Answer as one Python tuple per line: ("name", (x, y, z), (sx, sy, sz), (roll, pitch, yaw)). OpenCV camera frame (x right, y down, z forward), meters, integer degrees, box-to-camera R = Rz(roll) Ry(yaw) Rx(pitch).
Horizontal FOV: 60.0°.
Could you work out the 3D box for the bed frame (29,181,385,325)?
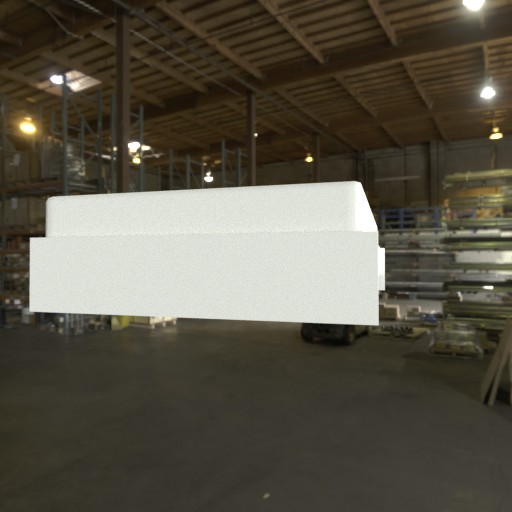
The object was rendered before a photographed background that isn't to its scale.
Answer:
("bed frame", (0.000, 0.000, 2.629), (1.445, 0.497, 1.945), (0, -1, 17))
